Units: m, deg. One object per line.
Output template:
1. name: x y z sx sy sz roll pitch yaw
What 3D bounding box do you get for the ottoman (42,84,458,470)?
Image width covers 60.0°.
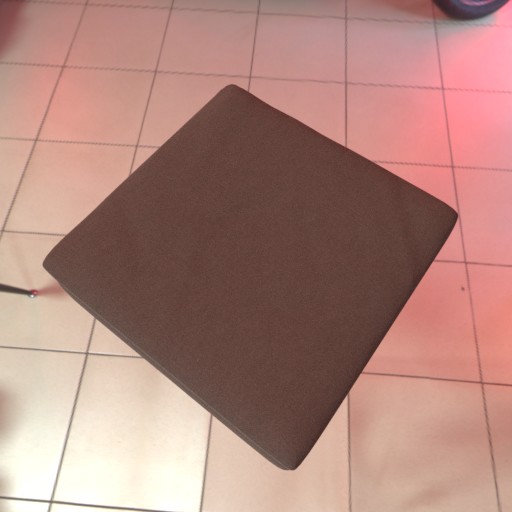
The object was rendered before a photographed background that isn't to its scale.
1. ottoman: 0.000 0.000 1.844 1.181 0.470 1.181 34 69 15
